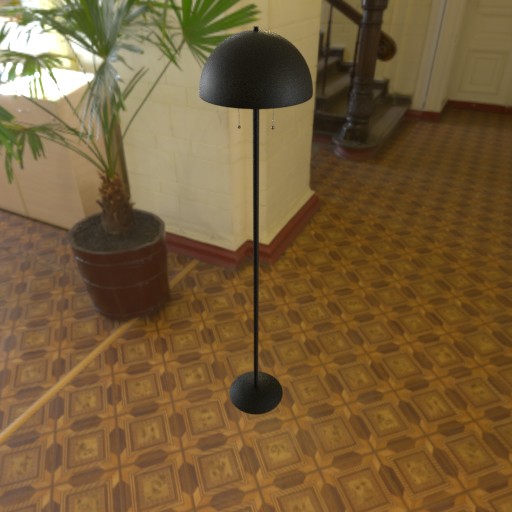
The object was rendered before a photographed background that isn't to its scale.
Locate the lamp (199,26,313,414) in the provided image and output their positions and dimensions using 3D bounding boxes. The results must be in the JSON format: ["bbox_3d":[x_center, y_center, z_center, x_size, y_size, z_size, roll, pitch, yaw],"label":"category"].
[{"bbox_3d":[0.000,0.000,1.599,0.328,1.480,0.328,-10,35,-15],"label":"lamp"}]
